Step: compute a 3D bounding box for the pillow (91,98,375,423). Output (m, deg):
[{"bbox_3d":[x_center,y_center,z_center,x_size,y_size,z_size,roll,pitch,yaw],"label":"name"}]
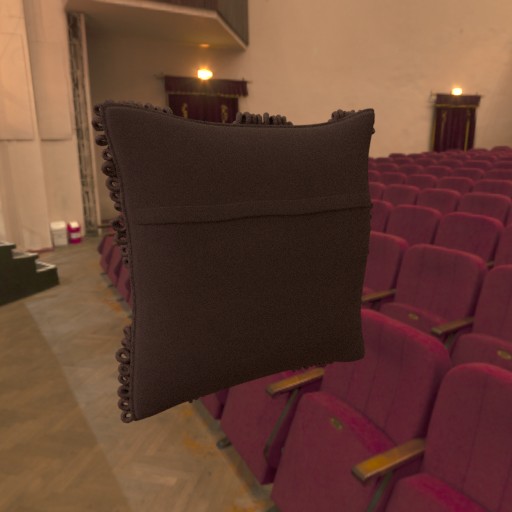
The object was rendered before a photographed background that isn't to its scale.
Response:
[{"bbox_3d":[0.000,0.000,0.717,0.470,0.467,0.172,-8,16,-27],"label":"pillow"}]
